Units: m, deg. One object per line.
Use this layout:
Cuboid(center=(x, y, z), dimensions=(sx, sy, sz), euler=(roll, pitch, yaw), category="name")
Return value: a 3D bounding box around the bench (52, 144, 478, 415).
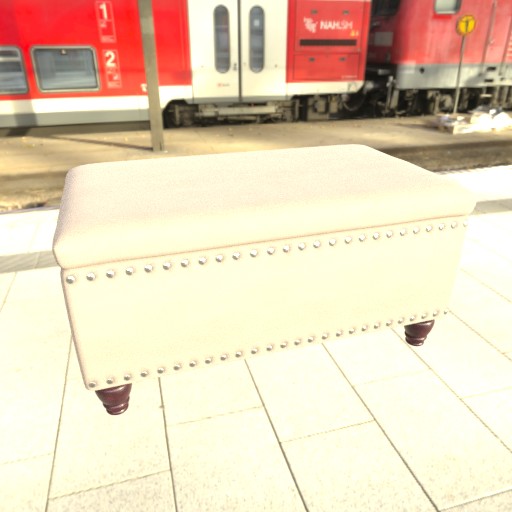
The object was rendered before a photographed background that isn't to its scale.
Cuboid(center=(0.000, 0.000, 1.160), dimensions=(0.887, 0.449, 0.500), euler=(-8, 27, -16), category="bench")
